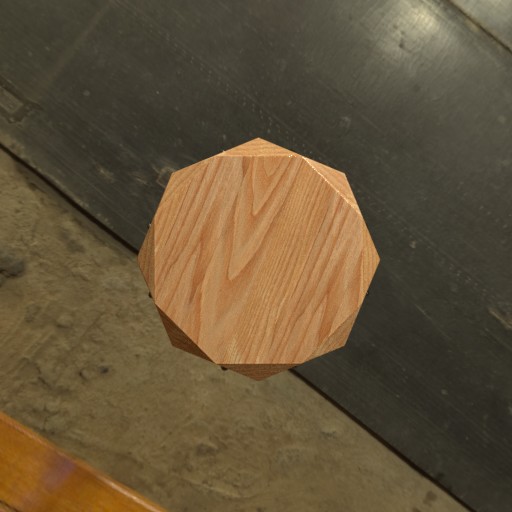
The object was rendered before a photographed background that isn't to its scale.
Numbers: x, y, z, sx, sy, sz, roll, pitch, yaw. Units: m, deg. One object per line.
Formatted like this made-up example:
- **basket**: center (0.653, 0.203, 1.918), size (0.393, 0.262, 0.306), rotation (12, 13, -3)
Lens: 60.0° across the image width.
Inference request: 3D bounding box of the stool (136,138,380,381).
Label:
- **stool**: center (0.000, 0.000, 0.803), size (0.326, 0.610, 0.326), rotation (0, 90, -1)
